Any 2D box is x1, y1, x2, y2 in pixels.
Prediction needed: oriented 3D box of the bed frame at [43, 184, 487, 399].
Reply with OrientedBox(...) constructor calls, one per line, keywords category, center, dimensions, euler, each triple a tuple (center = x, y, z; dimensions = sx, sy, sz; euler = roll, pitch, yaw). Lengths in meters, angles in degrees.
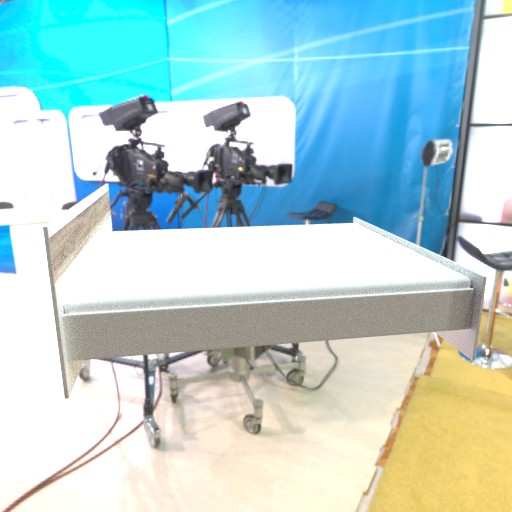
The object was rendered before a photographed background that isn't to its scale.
OrientedBox(category="bed frame", center=(0.000, 0.000, 2.893), dimensions=(2.060, 0.800, 1.720), euler=(-3, 15, -10))
